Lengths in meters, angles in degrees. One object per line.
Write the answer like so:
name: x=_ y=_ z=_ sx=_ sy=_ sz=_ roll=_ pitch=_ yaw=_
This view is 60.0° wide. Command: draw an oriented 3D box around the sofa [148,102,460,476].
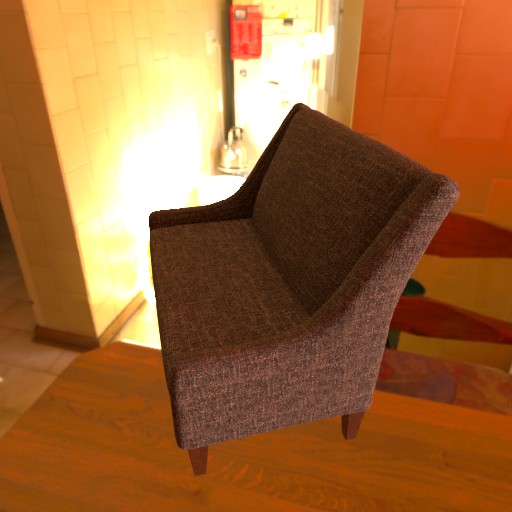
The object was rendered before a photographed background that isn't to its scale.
sofa: x=0.000 y=0.000 z=1.872 sx=0.870 sy=1.021 sz=1.242 roll=-7 pitch=30 yaw=-13
